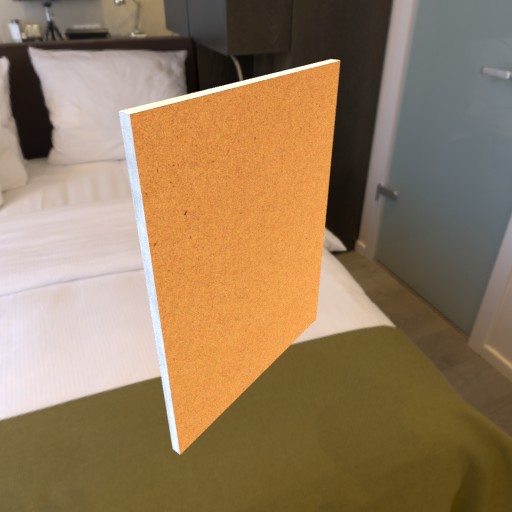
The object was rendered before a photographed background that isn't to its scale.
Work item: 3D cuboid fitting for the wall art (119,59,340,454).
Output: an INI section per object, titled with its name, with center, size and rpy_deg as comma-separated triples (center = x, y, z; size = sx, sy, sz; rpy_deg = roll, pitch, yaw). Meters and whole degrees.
[wall art]
center = 0.000, 0.000, 0.817
size = 0.020, 0.613, 0.481
rpy_deg = 22, 38, 31
